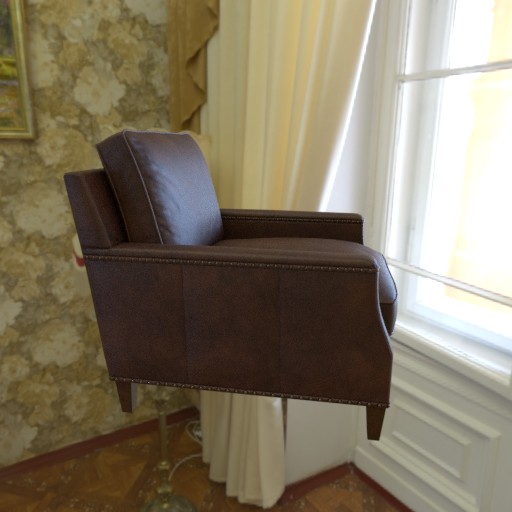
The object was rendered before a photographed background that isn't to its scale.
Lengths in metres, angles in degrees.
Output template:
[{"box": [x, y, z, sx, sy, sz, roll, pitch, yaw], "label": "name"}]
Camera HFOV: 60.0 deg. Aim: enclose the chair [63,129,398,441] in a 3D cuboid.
[{"box": [0.000, 0.000, 1.705, 1.014, 0.929, 0.853, 3, 15, 10], "label": "chair"}]
